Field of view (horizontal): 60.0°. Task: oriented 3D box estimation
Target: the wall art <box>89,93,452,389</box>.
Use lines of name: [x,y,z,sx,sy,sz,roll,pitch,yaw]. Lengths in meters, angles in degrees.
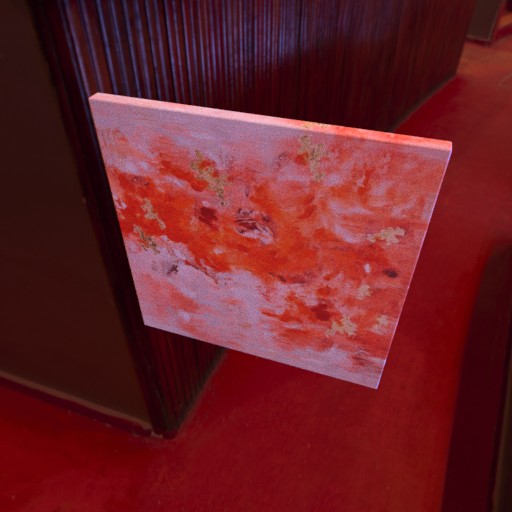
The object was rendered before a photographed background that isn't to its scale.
wall art: [0.000,0.000,1.132,0.747,0.746,0.064,12,42,14]
